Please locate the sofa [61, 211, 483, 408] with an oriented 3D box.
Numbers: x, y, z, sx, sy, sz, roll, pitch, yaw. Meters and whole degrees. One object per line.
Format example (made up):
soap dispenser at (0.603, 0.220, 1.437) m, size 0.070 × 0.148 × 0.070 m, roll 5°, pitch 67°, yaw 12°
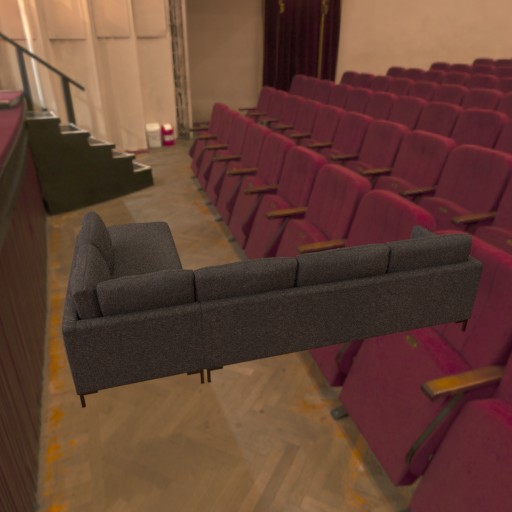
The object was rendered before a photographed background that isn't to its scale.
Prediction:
sofa at (0.000, 0.000, 3.813) m, size 2.949 × 0.815 × 2.007 m, roll -7°, pitch 27°, yaw -15°
